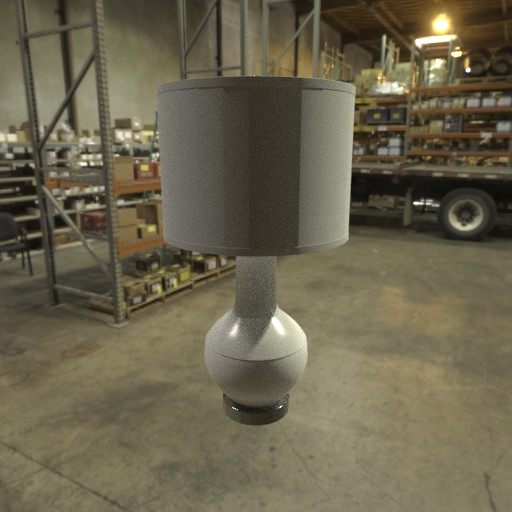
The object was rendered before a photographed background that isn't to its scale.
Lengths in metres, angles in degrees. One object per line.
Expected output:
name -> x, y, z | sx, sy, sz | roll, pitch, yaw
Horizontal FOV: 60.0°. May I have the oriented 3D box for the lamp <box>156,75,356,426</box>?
lamp -> 0.000, 0.000, 0.882 | 0.357, 0.673, 0.357 | 8, 16, 28
